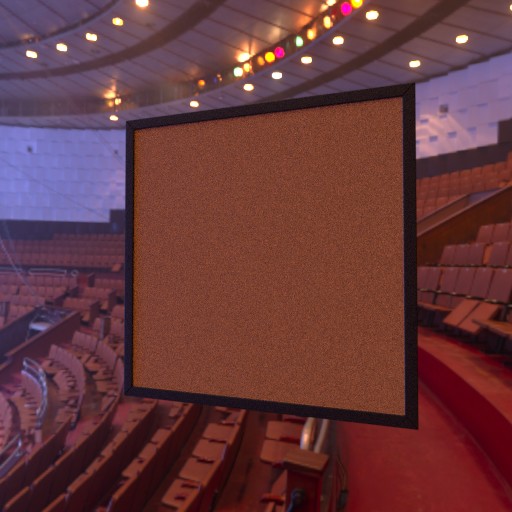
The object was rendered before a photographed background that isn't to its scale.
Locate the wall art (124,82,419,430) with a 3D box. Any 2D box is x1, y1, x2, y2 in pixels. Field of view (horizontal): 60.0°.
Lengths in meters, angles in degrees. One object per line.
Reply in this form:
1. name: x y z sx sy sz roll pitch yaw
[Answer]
1. wall art: 0.000 0.000 1.117 0.763 0.763 0.037 -1 -2 20
